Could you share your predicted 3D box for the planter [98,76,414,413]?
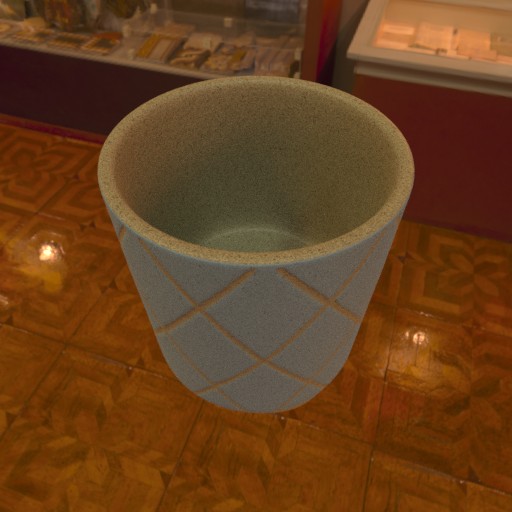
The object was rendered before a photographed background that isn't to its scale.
[{"bbox_3d":[0.000,0.000,0.346,0.191,0.200,0.191,0,48,0],"label":"planter"}]
